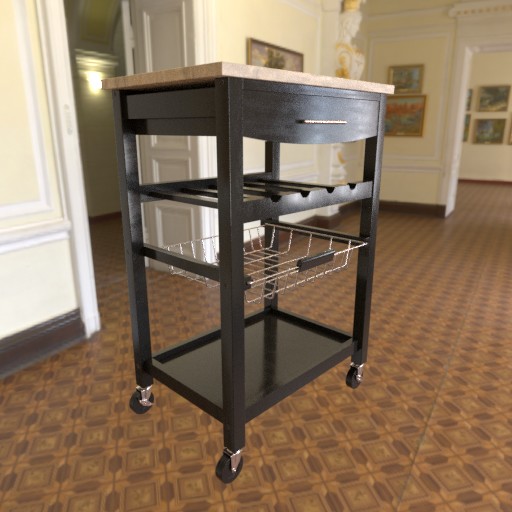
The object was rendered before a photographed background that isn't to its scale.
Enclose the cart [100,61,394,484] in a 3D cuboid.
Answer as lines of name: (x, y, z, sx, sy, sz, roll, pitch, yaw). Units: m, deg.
cart: (0.000, 0.000, 1.146, 0.403, 0.839, 0.584, 15, 22, 42)
